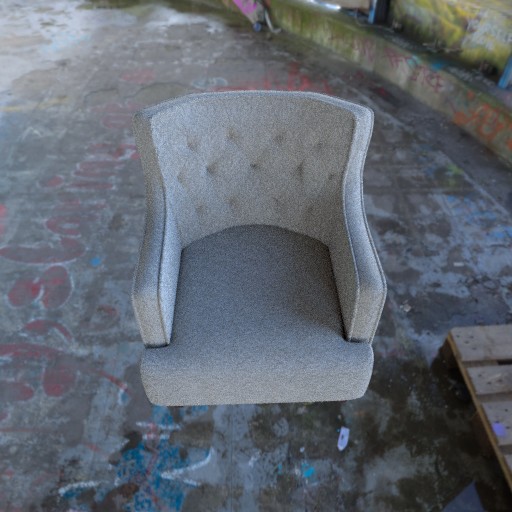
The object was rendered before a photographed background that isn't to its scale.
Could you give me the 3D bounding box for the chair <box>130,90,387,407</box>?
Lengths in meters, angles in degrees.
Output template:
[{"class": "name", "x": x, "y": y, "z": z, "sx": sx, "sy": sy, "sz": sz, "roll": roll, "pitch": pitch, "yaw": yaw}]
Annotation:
[{"class": "chair", "x": 0.000, "y": 0.000, "z": 1.694, "sx": 0.820, "sy": 0.920, "sz": 0.910, "roll": -1, "pitch": 46, "yaw": -1}]
